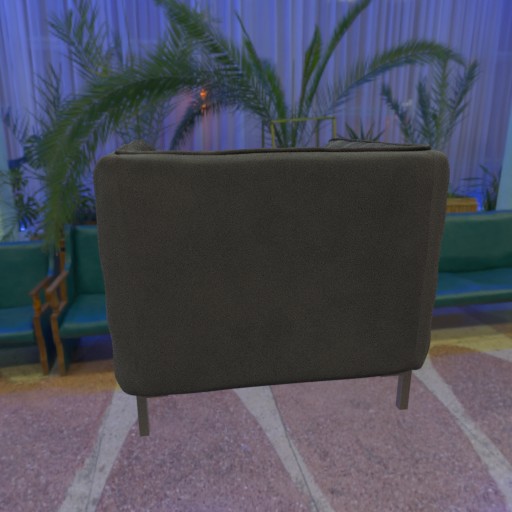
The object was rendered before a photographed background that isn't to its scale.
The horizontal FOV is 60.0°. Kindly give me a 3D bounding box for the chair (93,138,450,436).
[{"bbox_3d":[0.000,0.000,1.602,0.946,0.807,0.913,-3,16,-9],"label":"chair"}]
